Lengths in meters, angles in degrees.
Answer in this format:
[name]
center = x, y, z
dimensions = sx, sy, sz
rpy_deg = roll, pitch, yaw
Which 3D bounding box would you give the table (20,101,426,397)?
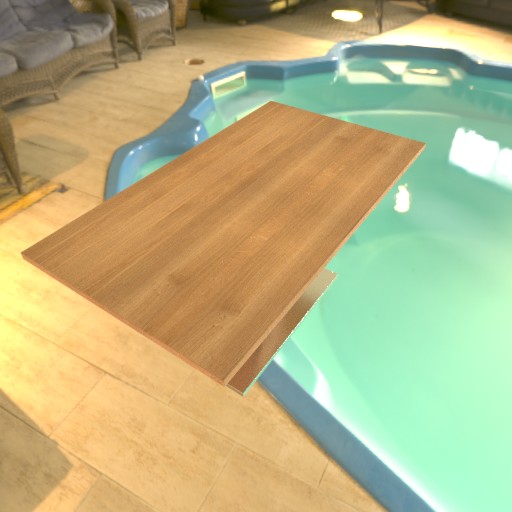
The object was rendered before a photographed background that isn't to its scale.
[table]
center = 0.000, 0.000, 2.101
dimensions = 0.900, 0.750, 1.600
rpy_deg = 25, 47, 25
